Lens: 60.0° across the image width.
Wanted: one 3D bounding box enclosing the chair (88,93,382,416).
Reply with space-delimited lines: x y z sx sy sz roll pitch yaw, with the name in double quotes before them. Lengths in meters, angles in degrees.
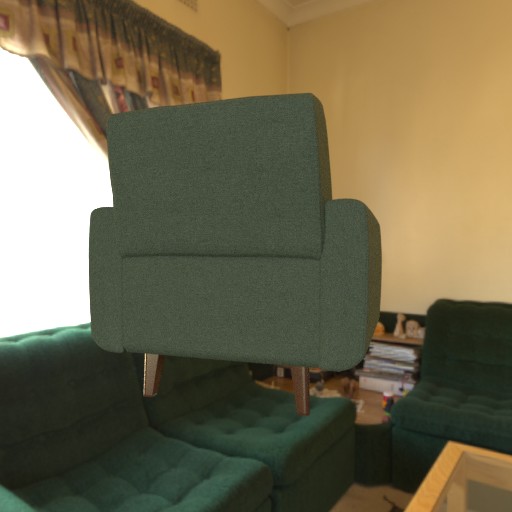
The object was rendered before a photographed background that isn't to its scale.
"chair" 0.000 0.000 1.568 0.831 0.841 0.909 0 1 18
